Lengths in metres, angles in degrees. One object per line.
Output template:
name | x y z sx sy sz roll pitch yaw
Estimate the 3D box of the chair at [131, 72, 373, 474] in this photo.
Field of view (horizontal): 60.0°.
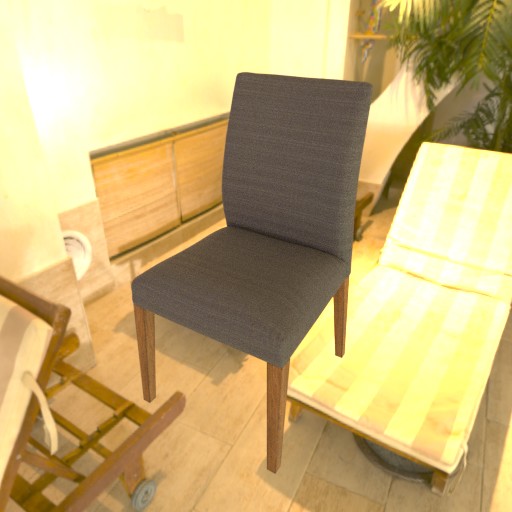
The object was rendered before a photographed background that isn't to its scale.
chair | 0.000 0.000 1.312 0.496 0.940 0.585 17 34 28
